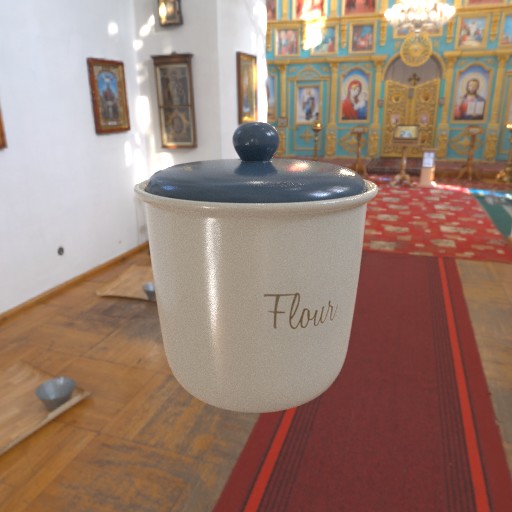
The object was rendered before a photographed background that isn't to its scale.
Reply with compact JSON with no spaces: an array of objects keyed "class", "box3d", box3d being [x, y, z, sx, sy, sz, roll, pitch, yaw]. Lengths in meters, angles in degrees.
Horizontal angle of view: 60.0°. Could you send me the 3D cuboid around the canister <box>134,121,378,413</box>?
[{"class":"canister","box3d":[0.000,0.000,0.358,0.182,0.208,0.182,0,17,0]}]
